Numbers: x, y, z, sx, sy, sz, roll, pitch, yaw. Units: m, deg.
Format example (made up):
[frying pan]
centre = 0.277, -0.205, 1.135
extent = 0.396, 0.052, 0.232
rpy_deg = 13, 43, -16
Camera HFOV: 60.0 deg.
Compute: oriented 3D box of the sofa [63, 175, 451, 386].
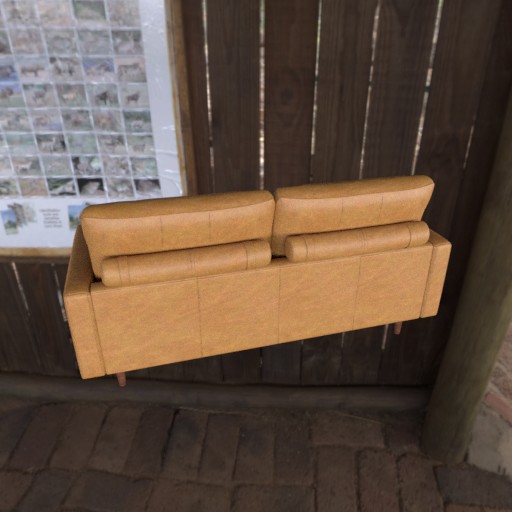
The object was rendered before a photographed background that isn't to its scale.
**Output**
[sofa]
centre = 0.000, 0.000, 2.338
extent = 1.821, 0.898, 0.850
rpy_deg = -7, 27, -14
